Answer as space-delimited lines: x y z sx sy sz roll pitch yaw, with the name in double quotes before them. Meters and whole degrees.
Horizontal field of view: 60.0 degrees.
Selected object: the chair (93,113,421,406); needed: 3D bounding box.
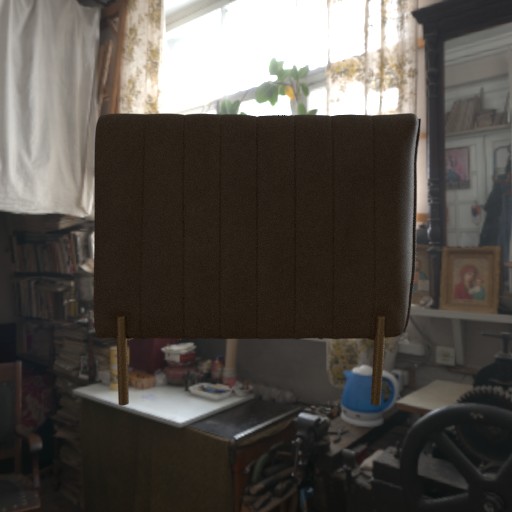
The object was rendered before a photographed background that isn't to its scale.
"chair" 0.000 0.000 1.614 0.876 0.779 0.981 0 0 -1
